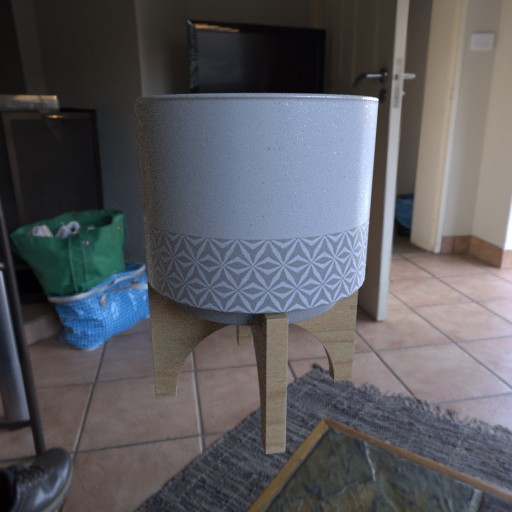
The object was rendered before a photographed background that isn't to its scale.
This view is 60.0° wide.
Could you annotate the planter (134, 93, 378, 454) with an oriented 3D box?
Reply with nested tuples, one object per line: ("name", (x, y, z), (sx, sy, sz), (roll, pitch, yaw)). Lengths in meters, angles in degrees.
("planter", (0.000, 0.000, 0.515), (0.249, 0.343, 0.249), (0, 17, 0))
